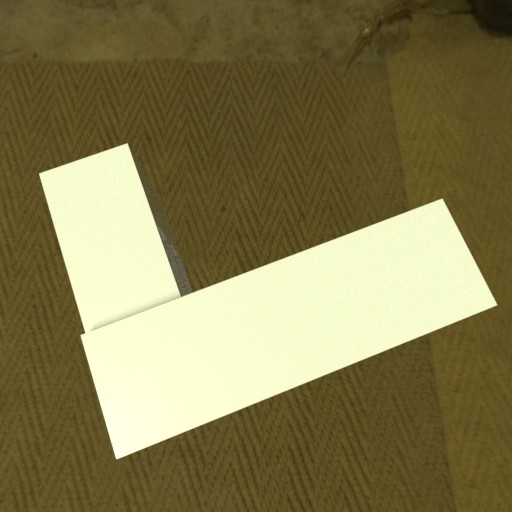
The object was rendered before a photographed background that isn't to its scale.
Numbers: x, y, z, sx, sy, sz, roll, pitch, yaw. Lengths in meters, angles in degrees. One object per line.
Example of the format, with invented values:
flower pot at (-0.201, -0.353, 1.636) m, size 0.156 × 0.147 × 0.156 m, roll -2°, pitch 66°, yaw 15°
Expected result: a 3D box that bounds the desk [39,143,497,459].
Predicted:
desk at (0.000, 0.000, 2.133) m, size 1.524 × 0.753 × 1.200 m, roll -21°, pitch 77°, yaw -5°
